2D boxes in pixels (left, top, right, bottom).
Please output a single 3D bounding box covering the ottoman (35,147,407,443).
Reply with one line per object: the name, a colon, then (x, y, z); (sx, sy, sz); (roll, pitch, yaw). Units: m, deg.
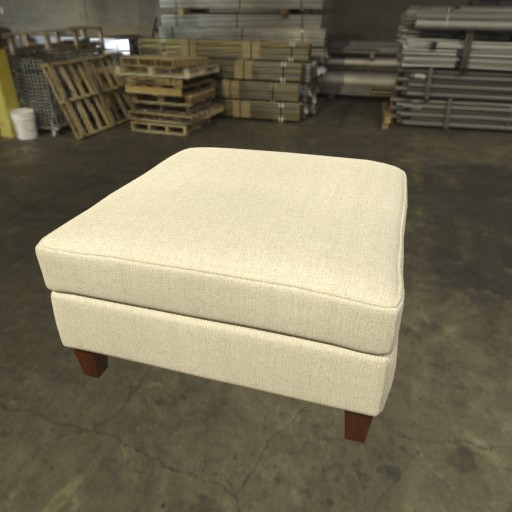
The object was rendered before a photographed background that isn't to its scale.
ottoman: (0.000, 0.000, 1.335); (0.838, 0.478, 0.838); (9, 31, 15)
